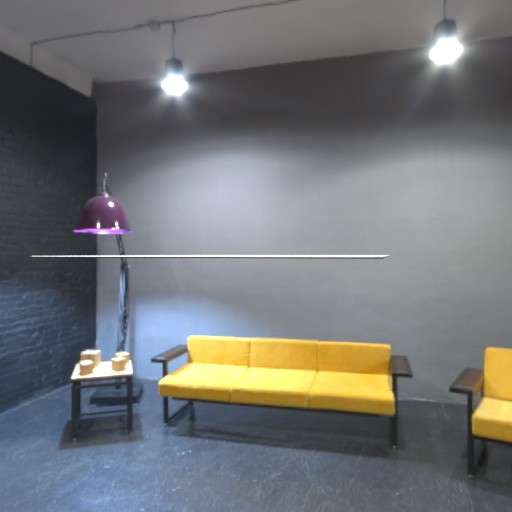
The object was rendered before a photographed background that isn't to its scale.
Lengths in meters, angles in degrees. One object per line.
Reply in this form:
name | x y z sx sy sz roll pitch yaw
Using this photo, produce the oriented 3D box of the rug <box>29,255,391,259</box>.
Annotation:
rug | 0.000 0.000 4.210 2.438 0.012 3.048 0 0 18
